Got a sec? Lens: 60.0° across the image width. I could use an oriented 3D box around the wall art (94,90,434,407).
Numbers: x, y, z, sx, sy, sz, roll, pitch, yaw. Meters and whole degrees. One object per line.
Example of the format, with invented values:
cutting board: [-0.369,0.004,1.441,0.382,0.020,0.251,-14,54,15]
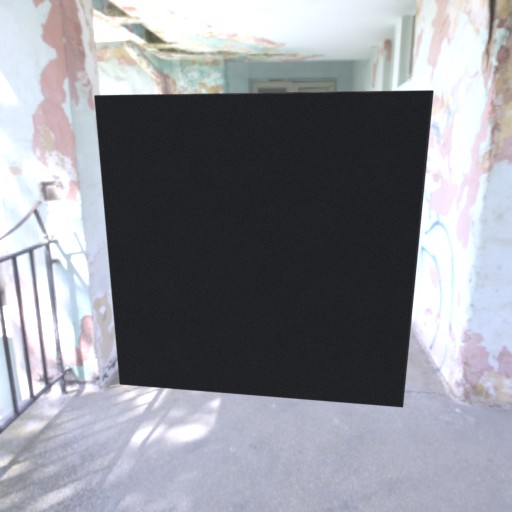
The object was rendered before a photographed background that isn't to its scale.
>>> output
wall art: [0.000,0.000,0.439,0.304,0.303,0.015,2,15,8]
